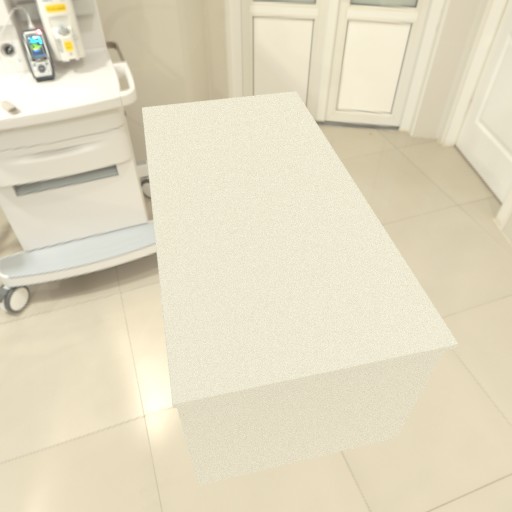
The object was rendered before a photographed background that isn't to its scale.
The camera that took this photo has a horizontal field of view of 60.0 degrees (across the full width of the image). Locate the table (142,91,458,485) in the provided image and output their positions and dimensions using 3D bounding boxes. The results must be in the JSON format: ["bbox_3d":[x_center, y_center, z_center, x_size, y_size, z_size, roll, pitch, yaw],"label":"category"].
[{"bbox_3d":[0.000,0.000,1.235,0.500,0.441,1.000,-9,46,-9],"label":"table"}]
